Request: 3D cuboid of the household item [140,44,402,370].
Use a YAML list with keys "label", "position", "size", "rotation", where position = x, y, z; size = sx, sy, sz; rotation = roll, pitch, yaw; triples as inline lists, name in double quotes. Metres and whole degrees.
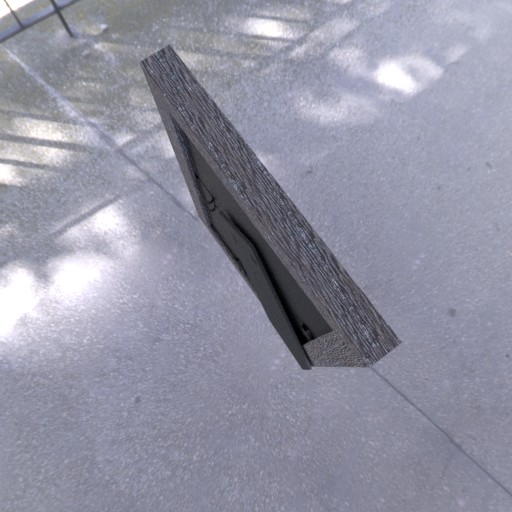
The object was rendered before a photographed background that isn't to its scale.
- label: "household item"
  position: [0.000, 0.000, 0.282]
  size: [0.020, 0.210, 0.160]
  rotation: [-35, 79, -8]
